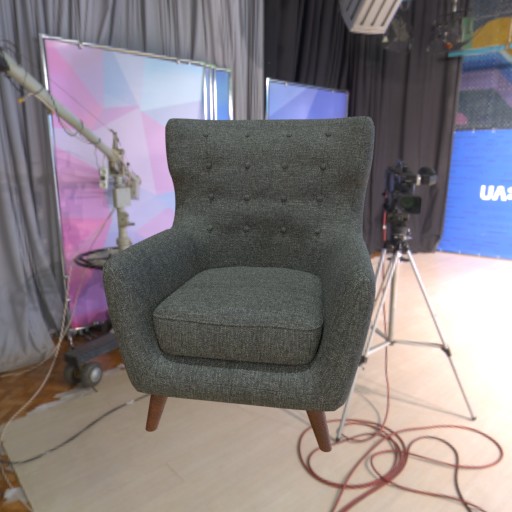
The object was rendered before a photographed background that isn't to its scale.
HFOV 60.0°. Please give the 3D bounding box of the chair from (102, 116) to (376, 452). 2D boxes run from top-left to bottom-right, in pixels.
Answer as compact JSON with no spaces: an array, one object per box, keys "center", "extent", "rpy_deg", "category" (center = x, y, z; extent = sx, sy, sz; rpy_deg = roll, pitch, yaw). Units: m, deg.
[{"center":[0.000,0.000,1.729],"extent":[0.878,1.063,0.904],"rpy_deg":[2,14,10],"category":"chair"}]
